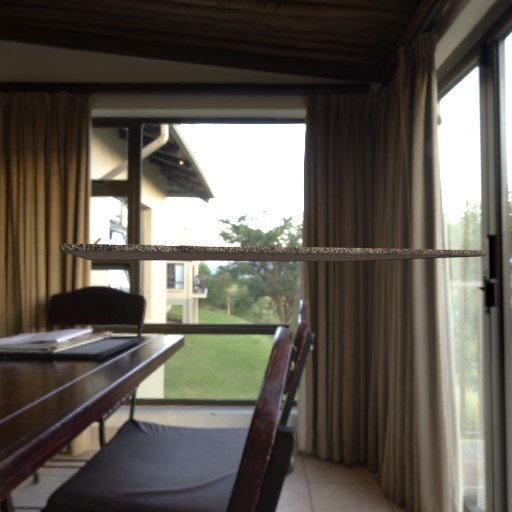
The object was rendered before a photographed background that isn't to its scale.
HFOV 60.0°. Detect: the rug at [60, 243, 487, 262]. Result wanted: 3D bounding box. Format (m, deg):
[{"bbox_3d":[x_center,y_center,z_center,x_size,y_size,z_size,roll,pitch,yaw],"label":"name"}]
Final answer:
[{"bbox_3d":[0.000,0.000,2.138,1.601,0.025,1.198,1,-2,-17],"label":"rug"}]
